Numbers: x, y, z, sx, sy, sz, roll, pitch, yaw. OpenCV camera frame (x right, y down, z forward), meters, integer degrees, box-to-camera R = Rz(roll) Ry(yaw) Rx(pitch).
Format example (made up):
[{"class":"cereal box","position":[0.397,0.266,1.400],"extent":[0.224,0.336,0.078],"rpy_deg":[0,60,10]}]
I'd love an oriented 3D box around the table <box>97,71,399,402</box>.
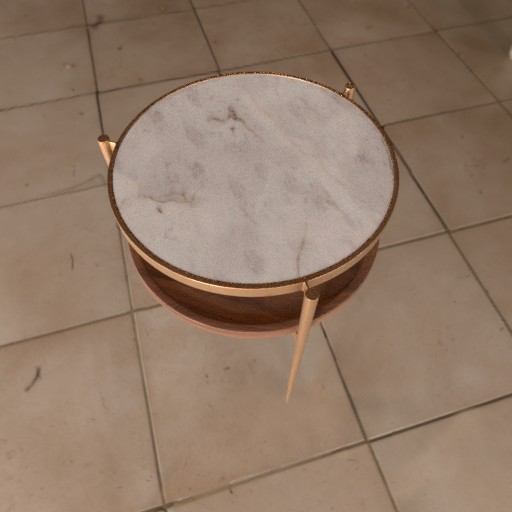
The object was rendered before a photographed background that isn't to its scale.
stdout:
[{"class":"table","position":[0.000,0.000,0.848],"extent":[0.430,0.493,0.456],"rpy_deg":[-15,59,-9]}]
